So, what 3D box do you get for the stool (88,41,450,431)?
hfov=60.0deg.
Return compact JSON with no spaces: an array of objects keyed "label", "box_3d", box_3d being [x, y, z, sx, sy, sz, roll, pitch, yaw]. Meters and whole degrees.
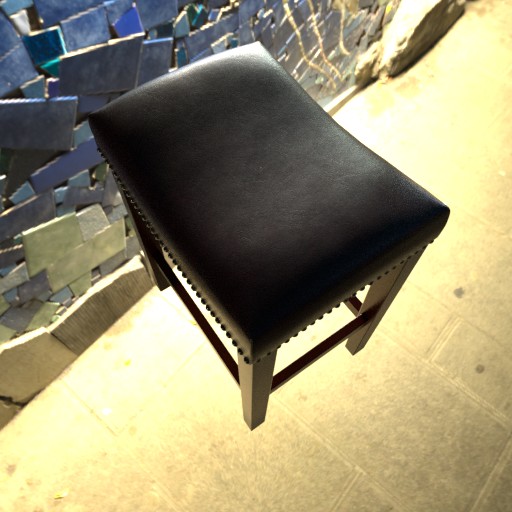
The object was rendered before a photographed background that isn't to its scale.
[{"label":"stool","box_3d":[0.000,0.000,0.954,0.372,0.657,0.504,-31,64,-17]}]
